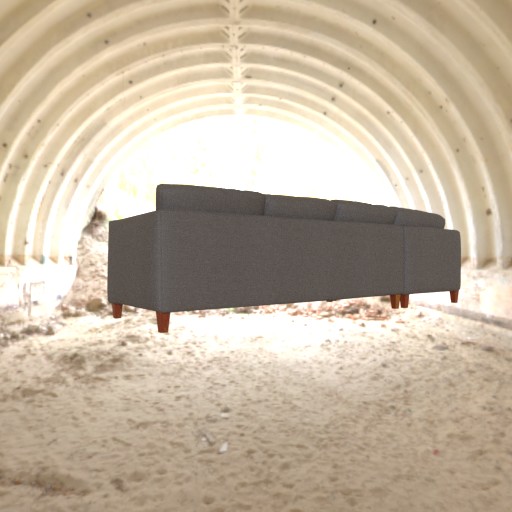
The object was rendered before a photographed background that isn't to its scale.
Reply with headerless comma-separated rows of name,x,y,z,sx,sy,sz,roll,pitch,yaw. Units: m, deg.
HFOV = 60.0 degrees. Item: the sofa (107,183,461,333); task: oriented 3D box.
sofa,0.000,0.000,4.529,3.302,0.947,2.593,0,-1,-36
